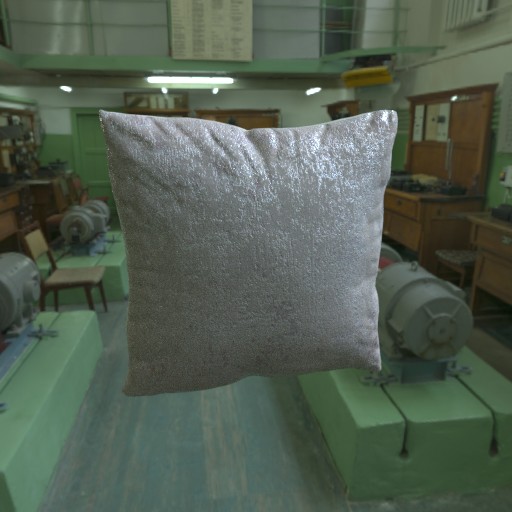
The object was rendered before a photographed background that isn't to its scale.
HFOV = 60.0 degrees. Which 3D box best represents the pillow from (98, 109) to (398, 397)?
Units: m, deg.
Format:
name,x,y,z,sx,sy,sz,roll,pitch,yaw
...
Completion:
name,x,y,z,sx,sy,sz,roll,pitch,yaw
pillow,0.000,0.000,0.711,0.450,0.448,0.245,-3,16,-9
